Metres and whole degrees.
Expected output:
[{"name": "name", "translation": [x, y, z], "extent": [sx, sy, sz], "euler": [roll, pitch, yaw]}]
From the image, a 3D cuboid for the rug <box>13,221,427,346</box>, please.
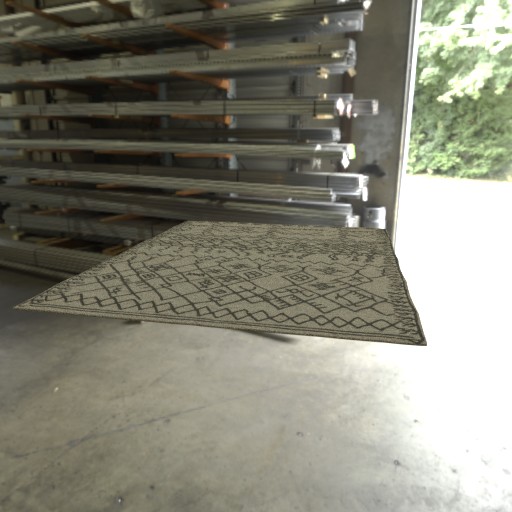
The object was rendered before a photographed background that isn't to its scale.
[{"name": "rug", "translation": [0.000, 0.000, 3.144], "extent": [1.964, 0.025, 2.455], "euler": [3, 15, 12]}]
